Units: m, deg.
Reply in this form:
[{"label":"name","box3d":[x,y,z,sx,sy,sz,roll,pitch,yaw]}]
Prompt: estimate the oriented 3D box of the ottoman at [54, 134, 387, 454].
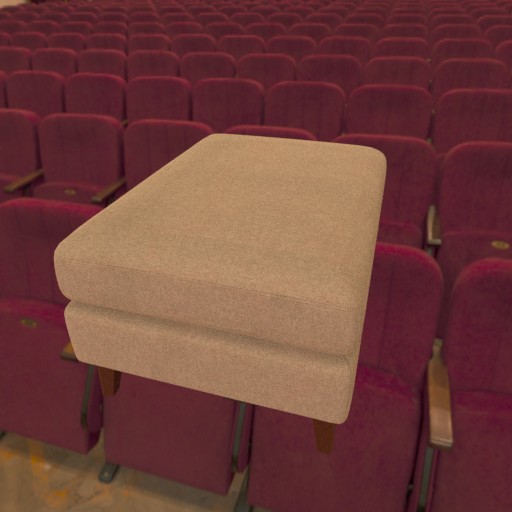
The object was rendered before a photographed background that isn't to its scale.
[{"label":"ottoman","box3d":[0.000,0.000,1.202,0.610,0.478,0.823,9,32,14]}]
